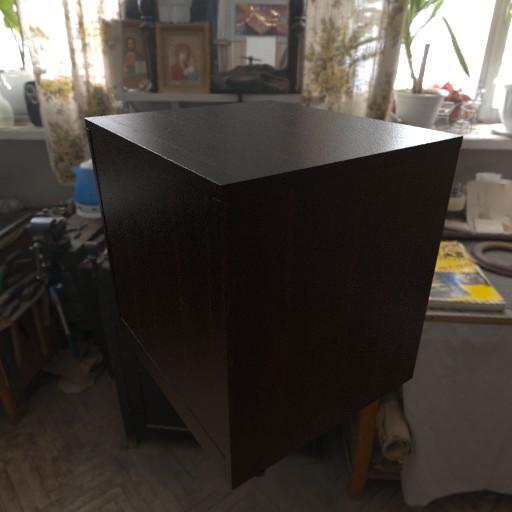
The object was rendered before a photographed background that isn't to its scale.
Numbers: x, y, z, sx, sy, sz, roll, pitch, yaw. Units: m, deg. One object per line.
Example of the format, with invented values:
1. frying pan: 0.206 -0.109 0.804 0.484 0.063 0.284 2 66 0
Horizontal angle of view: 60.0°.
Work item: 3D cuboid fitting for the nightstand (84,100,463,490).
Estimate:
1. nightstand: 0.000 0.000 0.851 0.427 0.487 0.489 -17 32 -31
